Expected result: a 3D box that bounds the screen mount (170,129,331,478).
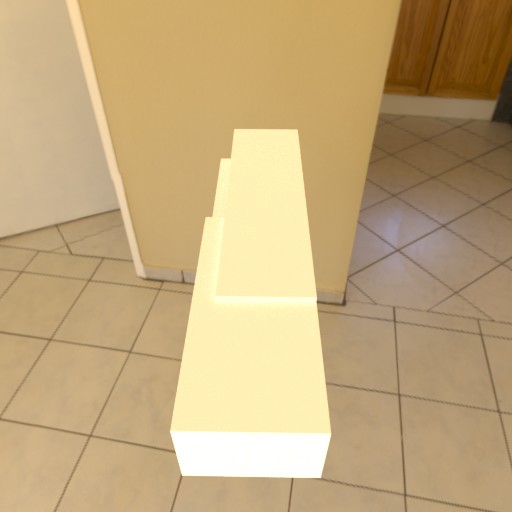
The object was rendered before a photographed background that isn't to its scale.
[{"bbox_3d":[0.000,0.000,1.871,0.420,0.320,1.680,1,42,1],"label":"screen mount"}]
